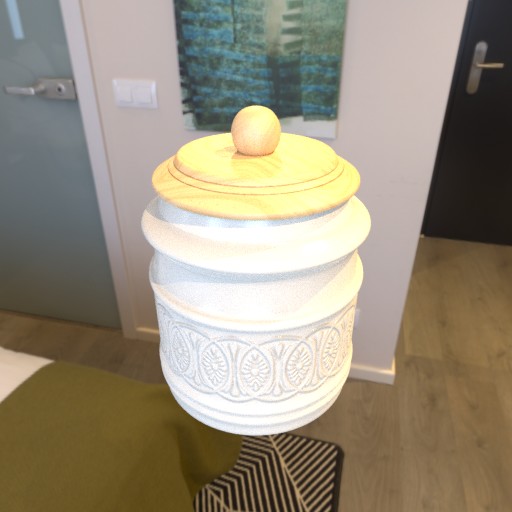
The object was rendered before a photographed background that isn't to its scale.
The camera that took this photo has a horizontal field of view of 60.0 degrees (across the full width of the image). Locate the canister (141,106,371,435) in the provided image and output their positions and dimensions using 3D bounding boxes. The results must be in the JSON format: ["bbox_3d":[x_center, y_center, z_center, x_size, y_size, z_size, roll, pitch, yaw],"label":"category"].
[{"bbox_3d":[0.000,0.000,0.271,0.130,0.176,0.130,0,30,0],"label":"canister"}]
